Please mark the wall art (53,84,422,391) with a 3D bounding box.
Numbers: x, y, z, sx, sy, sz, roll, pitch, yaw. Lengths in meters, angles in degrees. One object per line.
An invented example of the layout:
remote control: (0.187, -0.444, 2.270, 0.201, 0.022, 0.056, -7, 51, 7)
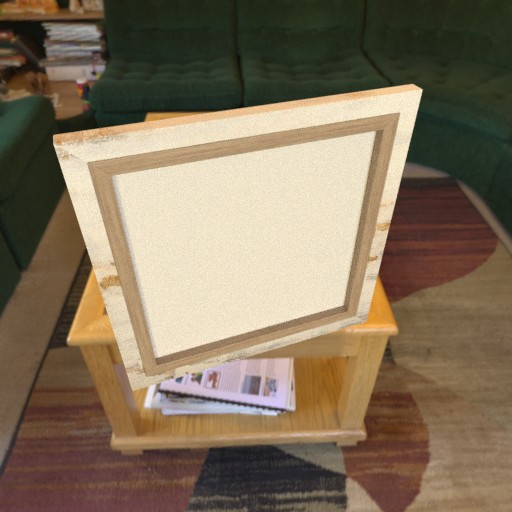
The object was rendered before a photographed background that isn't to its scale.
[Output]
wall art: (0.000, 0.000, 1.116, 0.753, 0.755, 0.038, -13, 42, -15)
